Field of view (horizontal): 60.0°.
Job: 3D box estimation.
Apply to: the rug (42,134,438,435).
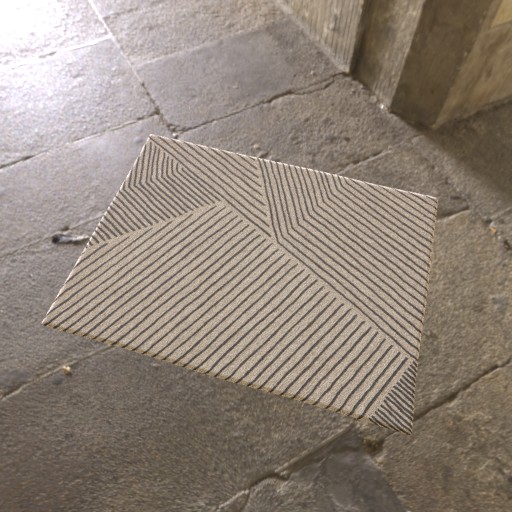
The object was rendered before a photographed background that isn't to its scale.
[{"bbox_3d":[0.000,0.000,3.217,2.449,0.028,1.829,14,61,8],"label":"rug"}]
